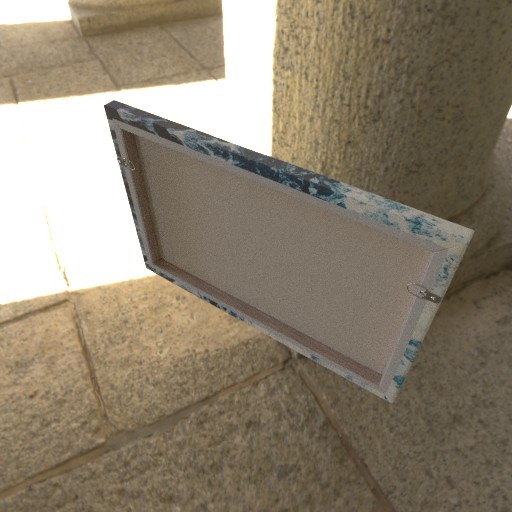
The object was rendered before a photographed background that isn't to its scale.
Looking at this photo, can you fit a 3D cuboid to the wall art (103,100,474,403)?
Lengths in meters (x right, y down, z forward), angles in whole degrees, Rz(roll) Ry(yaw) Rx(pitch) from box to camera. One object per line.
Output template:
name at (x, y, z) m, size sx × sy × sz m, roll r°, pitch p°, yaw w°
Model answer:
wall art at (0.000, 0.000, 1.176) m, size 0.915 × 0.610 × 0.042 m, roll 25°, pitch 51°, yaw 23°
